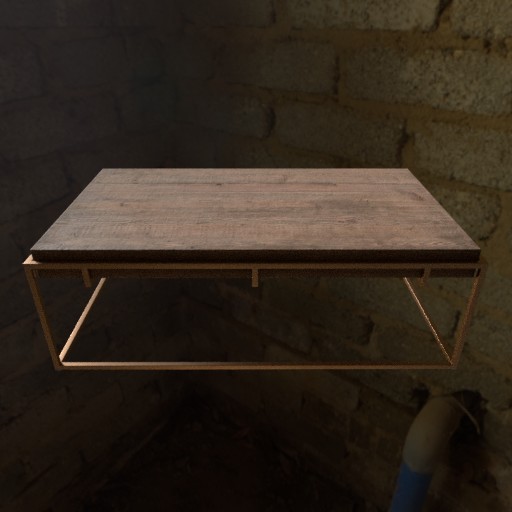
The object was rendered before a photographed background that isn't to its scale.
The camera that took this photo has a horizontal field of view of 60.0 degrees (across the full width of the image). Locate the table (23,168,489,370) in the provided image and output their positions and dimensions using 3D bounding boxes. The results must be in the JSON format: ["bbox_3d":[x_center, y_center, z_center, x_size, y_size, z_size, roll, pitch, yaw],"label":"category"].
[{"bbox_3d":[0.000,0.000,1.752,1.387,0.468,0.775,0,30,0],"label":"table"}]
